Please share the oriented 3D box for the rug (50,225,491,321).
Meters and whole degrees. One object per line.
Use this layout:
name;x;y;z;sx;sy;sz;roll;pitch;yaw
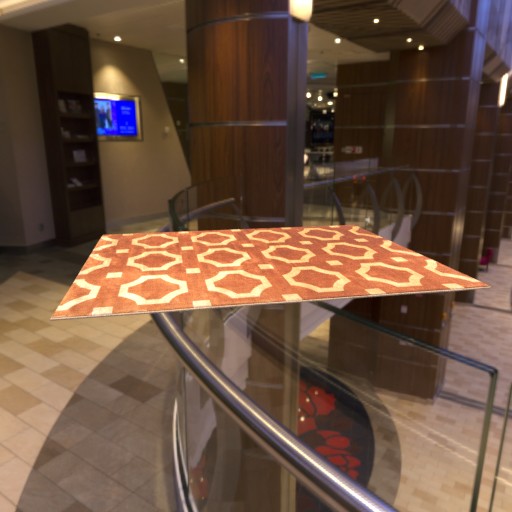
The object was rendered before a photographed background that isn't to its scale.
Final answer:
rug;0.000;0.000;4.144;3.049;0.021;2.466;-3;15;-11
